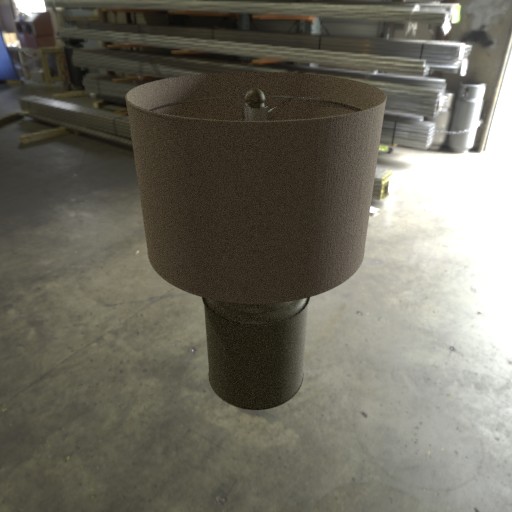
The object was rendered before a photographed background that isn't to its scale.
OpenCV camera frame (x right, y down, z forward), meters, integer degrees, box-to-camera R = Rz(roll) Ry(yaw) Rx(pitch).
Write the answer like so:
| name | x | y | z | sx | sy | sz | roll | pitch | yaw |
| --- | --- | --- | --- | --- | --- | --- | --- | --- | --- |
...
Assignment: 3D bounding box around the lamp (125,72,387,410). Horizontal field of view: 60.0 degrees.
| name | x | y | z | sx | sy | sz | roll | pitch | yaw |
| --- | --- | --- | --- | --- | --- | --- | --- | --- | --- |
| lamp | 0.000 | 0.000 | 0.677 | 0.318 | 0.486 | 0.318 | 0 | 30 | 0 |
